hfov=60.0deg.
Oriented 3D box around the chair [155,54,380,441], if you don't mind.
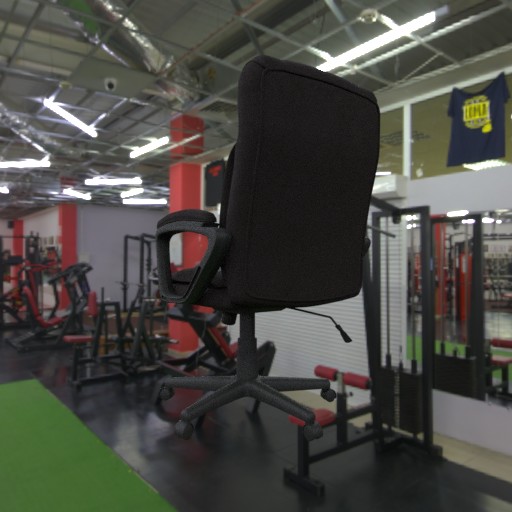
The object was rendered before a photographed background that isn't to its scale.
[{"bbox_3d":[0.000,0.000,1.564,0.667,1.105,0.724,0,-1,-36],"label":"chair"}]
